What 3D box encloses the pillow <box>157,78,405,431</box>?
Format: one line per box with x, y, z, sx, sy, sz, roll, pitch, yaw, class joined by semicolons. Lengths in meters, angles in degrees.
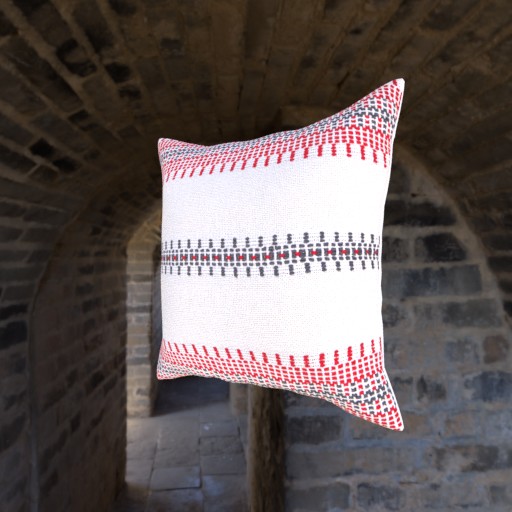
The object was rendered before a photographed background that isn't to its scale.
0.000;0.000;0.699;0.463;0.454;0.160;-1;-2;36;pillow
